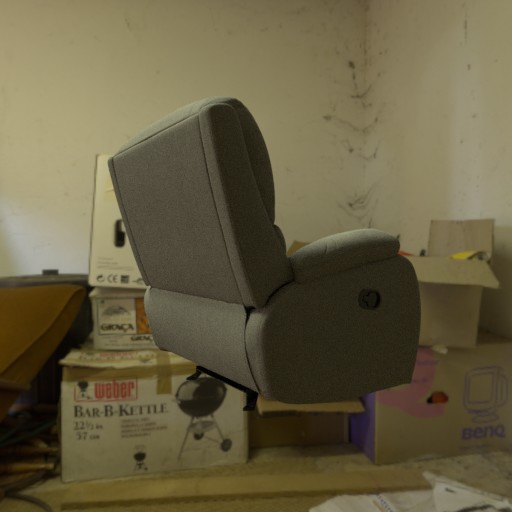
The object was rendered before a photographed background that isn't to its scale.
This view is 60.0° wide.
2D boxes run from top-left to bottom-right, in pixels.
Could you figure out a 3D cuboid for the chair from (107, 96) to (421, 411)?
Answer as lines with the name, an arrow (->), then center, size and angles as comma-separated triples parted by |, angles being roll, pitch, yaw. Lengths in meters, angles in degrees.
chair -> 0.000, 0.000, 1.739 | 0.899, 1.011, 0.930 | -1, 1, -35
